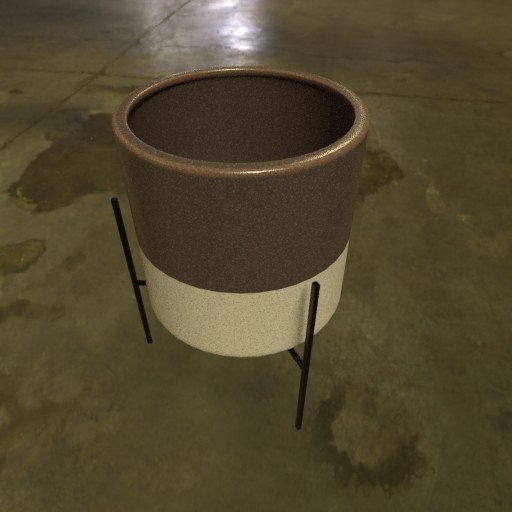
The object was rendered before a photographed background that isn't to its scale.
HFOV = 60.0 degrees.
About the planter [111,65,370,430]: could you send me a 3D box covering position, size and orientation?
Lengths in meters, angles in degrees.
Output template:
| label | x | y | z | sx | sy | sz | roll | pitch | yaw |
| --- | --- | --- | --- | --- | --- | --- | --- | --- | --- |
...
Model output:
| label | x | y | z | sx | sy | sz | roll | pitch | yaw |
| --- | --- | --- | --- | --- | --- | --- | --- | --- | --- |
| planter | 0.000 | 0.000 | 0.516 | 0.250 | 0.353 | 0.260 | -24 | 47 | -25 |
